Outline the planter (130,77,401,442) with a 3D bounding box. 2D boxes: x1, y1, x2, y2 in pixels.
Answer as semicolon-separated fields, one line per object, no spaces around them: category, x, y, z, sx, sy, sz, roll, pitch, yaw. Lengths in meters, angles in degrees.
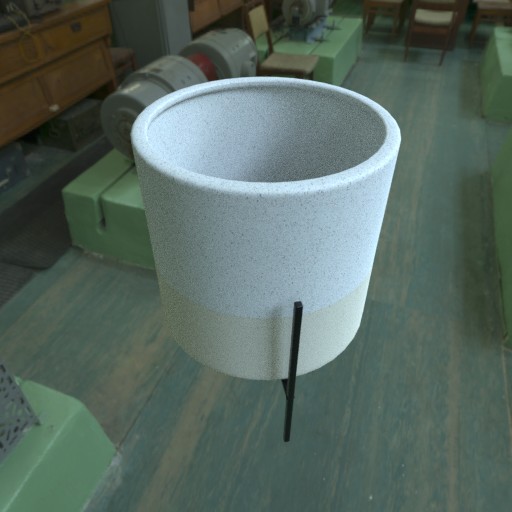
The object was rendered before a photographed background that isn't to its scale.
planter;0.000;0.000;0.657;0.335;0.423;0.313;12;42;14
